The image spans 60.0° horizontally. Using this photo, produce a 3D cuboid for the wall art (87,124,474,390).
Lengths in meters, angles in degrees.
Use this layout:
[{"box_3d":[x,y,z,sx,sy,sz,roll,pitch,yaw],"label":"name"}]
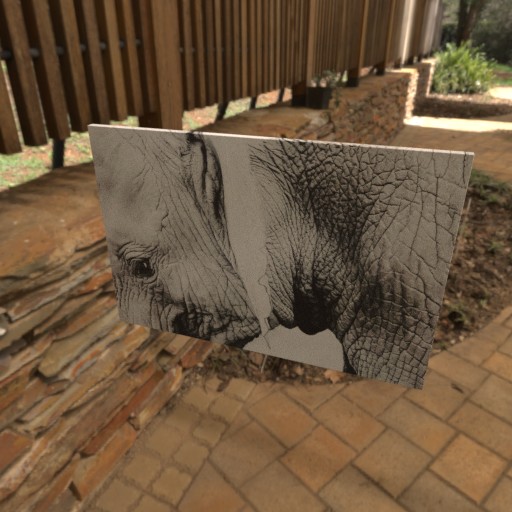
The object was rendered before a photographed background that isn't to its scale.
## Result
[{"box_3d":[0.000,0.000,1.148,0.914,0.607,0.023,9,28,17],"label":"wall art"}]
